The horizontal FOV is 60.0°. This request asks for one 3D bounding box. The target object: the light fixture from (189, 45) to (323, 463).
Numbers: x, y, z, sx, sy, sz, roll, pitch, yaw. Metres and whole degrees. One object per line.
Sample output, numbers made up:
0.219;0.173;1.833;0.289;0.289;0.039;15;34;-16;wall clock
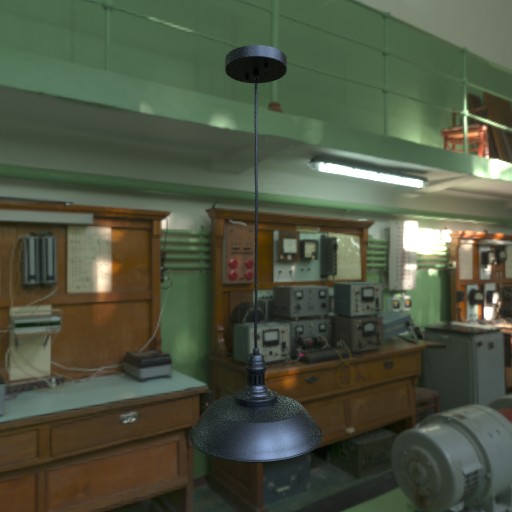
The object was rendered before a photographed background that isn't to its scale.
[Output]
0.000;0.000;1.116;0.331;0.993;0.331;1;-1;-35;light fixture
